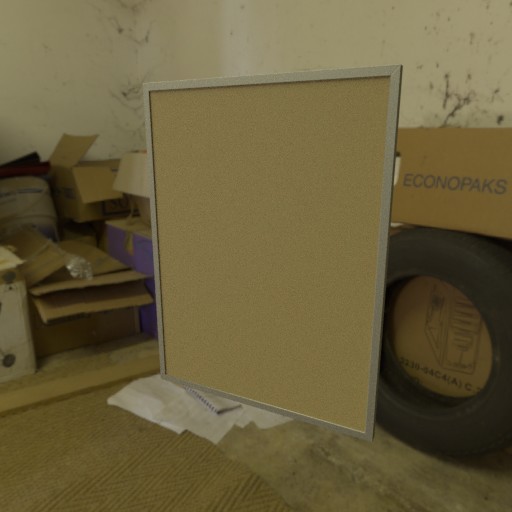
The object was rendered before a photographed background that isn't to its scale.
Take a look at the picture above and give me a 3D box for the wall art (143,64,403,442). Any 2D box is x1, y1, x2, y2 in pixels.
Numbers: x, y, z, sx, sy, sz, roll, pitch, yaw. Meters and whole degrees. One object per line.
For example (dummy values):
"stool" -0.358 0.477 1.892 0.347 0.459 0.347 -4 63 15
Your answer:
"wall art" 0.000 0.000 1.371 0.789 1.042 0.034 7 16 26
